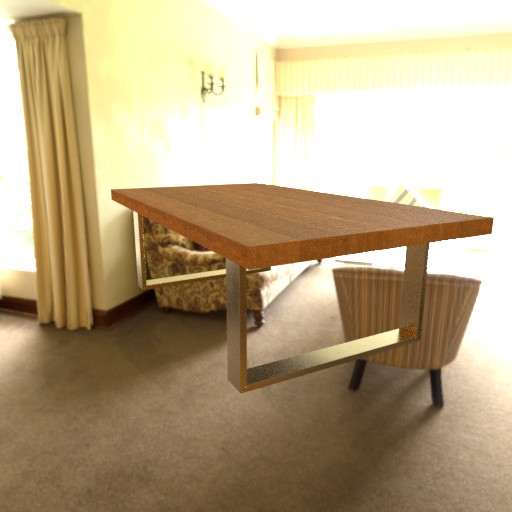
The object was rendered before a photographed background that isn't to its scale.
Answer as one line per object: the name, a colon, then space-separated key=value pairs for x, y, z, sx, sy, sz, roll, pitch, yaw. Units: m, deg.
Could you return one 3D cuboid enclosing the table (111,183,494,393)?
table: x=0.000 y=0.000 z=1.740 sx=0.800 sy=0.440 sz=1.400 roll=-8 pitch=16 yaw=-28
